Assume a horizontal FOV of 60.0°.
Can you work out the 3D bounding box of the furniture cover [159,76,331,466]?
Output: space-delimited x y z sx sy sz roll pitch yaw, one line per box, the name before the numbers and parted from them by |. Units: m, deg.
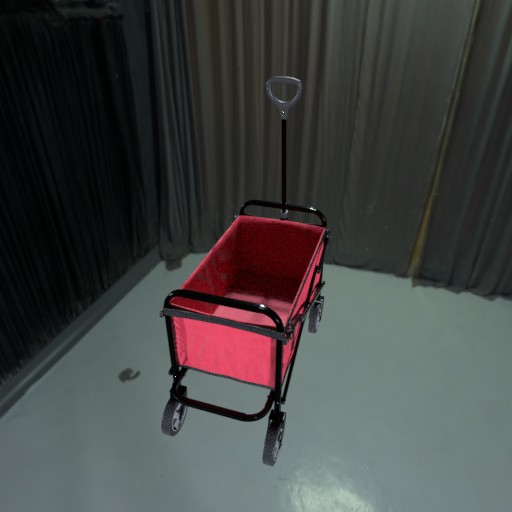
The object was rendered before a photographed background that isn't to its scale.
furniture cover | 0.000 0.000 1.856 0.532 1.295 1.038 10 33 15
